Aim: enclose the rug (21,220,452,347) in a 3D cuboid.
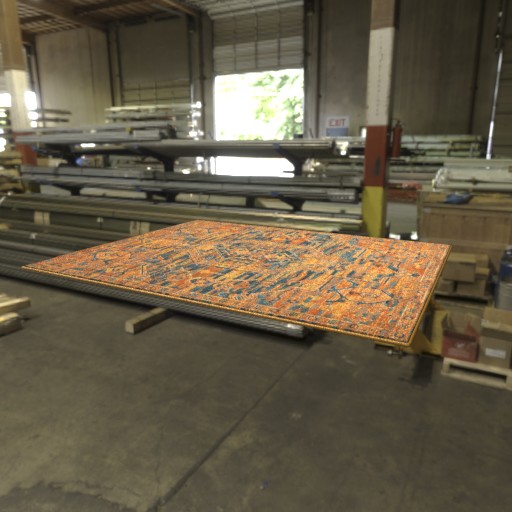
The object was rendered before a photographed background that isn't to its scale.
[{"bbox_3d":[0.000,0.000,3.956,3.040,0.031,2.435,8,17,27],"label":"rug"}]
